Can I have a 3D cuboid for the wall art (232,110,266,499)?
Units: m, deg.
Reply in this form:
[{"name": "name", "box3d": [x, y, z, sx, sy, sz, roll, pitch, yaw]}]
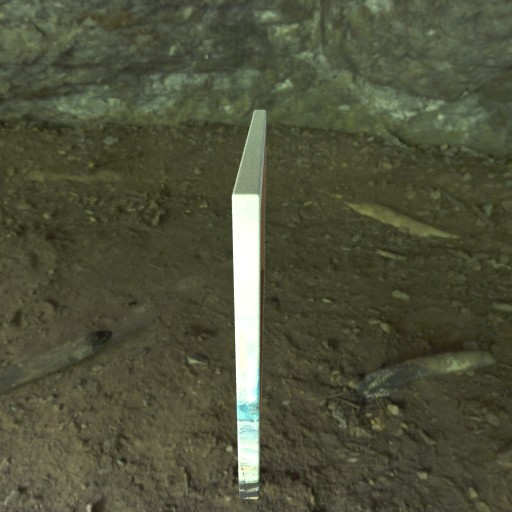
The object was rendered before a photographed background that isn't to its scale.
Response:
[{"name": "wall art", "box3d": [0.000, 0.000, 1.138, 0.038, 0.609, 0.913, 1, 25, 2]}]
